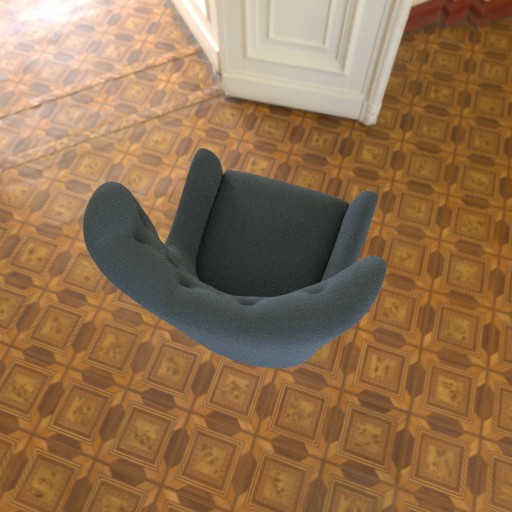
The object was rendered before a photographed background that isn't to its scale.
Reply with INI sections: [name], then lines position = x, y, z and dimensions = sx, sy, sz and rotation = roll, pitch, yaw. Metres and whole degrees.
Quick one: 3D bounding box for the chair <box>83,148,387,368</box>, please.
[chair]
position = 0.000, 0.000, 1.734
dimensions = 0.831, 1.079, 0.930
rotation = 16, 64, 8
